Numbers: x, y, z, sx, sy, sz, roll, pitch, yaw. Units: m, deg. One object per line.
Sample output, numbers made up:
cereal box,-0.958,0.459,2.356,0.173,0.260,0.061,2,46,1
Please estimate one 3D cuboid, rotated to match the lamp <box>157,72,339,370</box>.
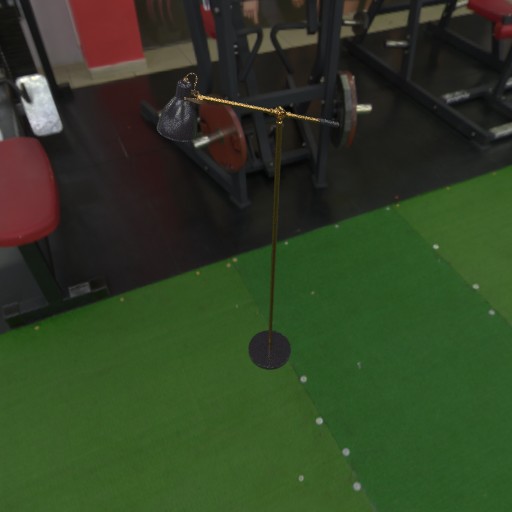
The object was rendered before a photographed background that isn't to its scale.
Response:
lamp,0.000,0.000,1.851,0.618,1.628,0.235,-17,50,-15
